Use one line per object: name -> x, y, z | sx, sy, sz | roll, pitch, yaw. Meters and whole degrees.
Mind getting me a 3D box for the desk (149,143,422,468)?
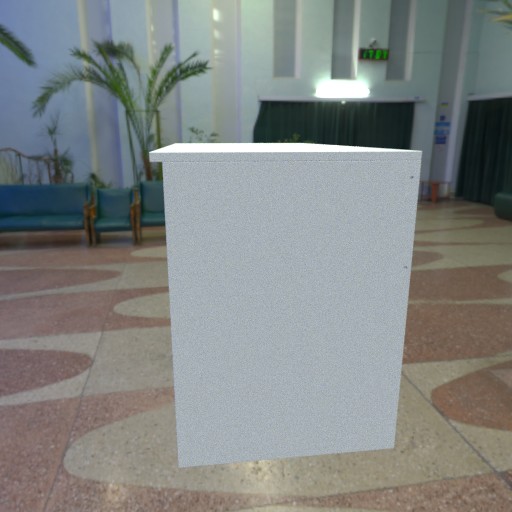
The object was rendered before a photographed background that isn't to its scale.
desk -> 0.000, 0.000, 1.514 | 0.560, 0.730, 1.100 | -2, 15, -7
